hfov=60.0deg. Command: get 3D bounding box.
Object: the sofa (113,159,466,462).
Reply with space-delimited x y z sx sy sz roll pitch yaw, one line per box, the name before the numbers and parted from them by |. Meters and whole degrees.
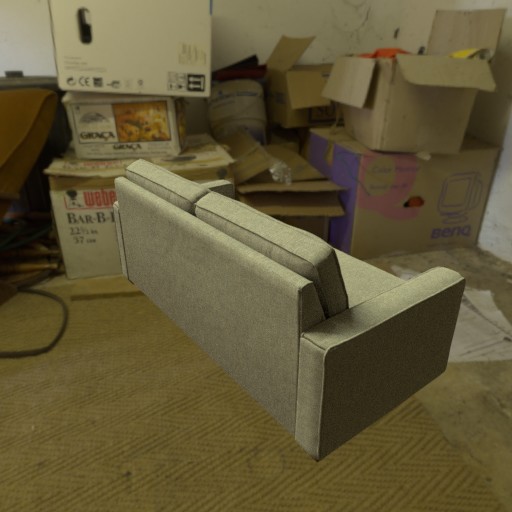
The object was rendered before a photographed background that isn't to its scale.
sofa | 0.000 0.000 2.603 0.945 0.918 2.078 -18 31 -33
